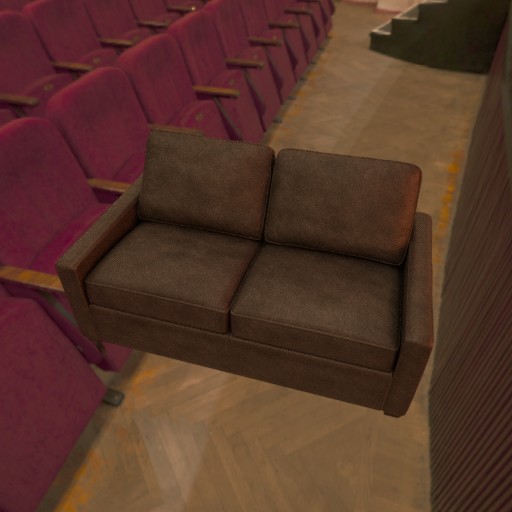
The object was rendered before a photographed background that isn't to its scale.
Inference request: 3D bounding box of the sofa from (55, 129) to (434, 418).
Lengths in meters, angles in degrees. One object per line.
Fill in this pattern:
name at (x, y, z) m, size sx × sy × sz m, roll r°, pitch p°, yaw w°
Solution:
sofa at (0.000, 0.000, 2.306) m, size 1.732 × 0.916 × 0.939 m, roll 11°, pitch 41°, yaw 12°
